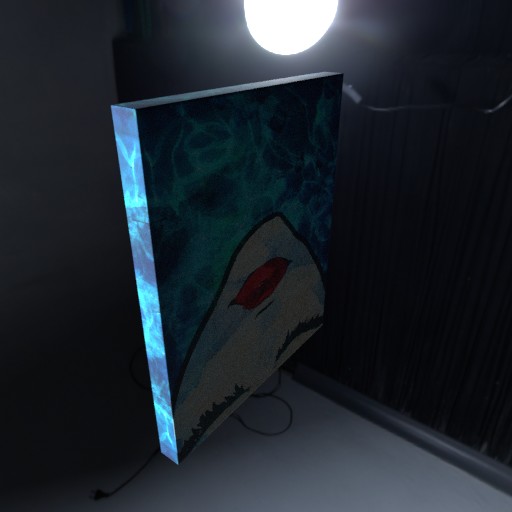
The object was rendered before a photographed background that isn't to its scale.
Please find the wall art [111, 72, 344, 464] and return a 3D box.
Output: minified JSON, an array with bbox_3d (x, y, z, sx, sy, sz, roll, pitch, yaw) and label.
[{"bbox_3d":[0.000,0.000,0.702,0.038,0.508,0.432,19,33,32],"label":"wall art"}]
